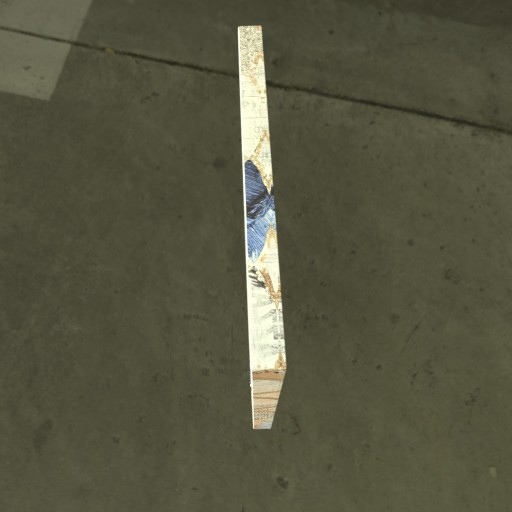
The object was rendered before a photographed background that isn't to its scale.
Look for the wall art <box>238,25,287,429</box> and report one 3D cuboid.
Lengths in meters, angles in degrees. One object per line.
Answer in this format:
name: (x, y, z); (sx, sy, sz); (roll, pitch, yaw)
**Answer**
wall art: (0.000, 0.000, 0.764); (0.038, 0.508, 0.507); (-2, 63, -1)
